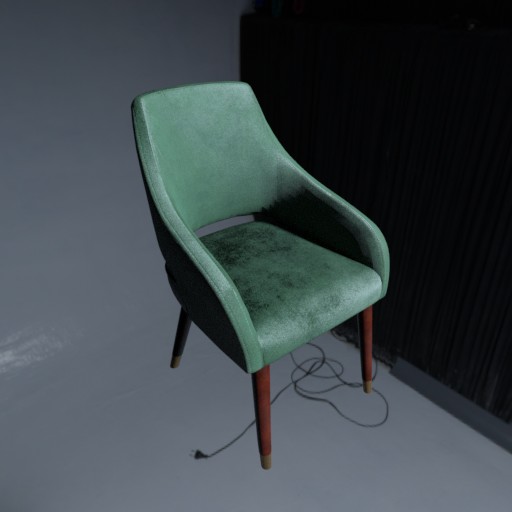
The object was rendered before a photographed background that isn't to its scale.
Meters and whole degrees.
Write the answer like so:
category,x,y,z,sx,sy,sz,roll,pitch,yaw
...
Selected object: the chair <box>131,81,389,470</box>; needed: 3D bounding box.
category,x,y,z,sx,sy,sz,roll,pitch,yaw
chair,0.000,0.000,1.605,0.683,1.081,0.794,-22,37,-33
